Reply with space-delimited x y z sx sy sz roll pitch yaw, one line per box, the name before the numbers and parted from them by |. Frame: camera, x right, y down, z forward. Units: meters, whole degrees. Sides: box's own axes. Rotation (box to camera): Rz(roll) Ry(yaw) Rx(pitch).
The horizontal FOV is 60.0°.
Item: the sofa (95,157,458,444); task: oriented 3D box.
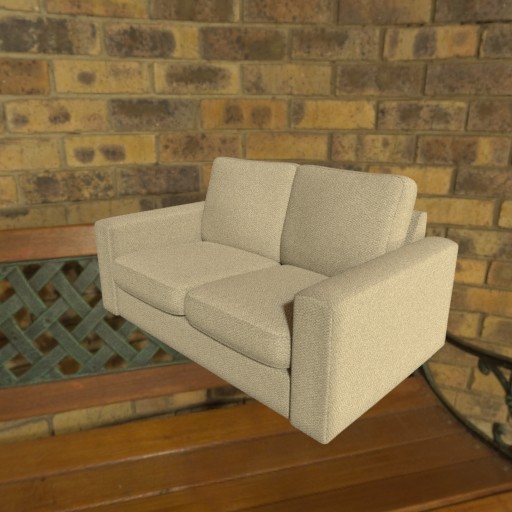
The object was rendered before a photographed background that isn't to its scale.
sofa | 0.000 0.000 2.255 1.616 0.873 1.016 17 25 42
